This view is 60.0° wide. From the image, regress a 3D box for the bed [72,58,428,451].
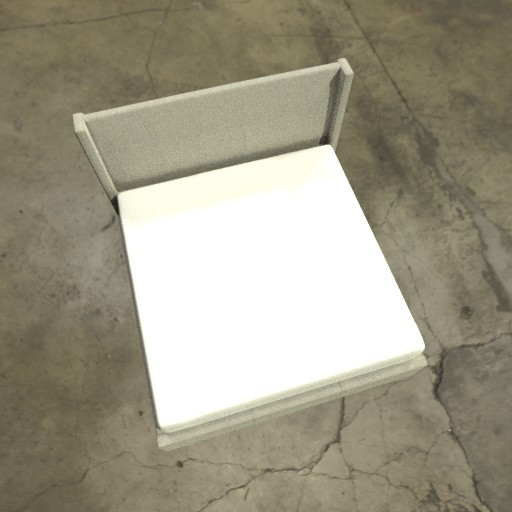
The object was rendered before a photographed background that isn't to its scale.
[{"bbox_3d":[0.000,0.000,3.523,2.140,1.470,2.280,-15,64,-7],"label":"bed"}]
